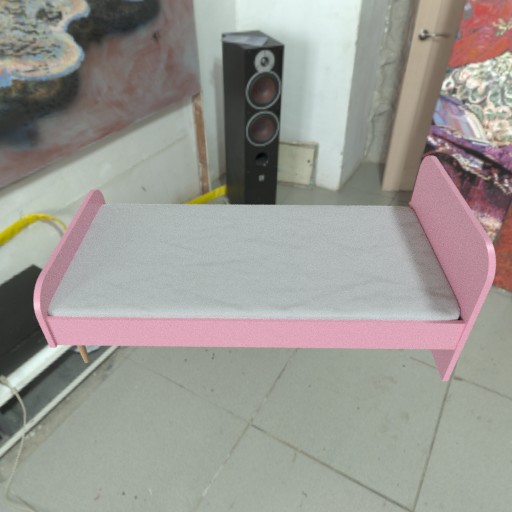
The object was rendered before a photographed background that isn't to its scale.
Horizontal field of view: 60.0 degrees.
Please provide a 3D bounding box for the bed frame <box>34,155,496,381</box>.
[{"bbox_3d":[0.000,0.000,2.395,1.963,0.805,0.998,1,39,1],"label":"bed frame"}]
